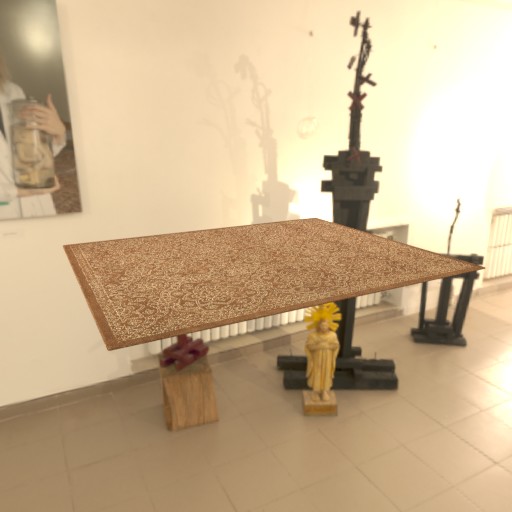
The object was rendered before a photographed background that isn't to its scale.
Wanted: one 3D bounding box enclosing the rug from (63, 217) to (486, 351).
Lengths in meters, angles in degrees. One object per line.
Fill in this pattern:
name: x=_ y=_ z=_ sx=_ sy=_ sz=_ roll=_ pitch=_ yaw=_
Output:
rug: x=0.000 y=0.000 z=4.044 sx=3.050 sy=0.015 sz=2.441 roll=-8 pitch=18 yaw=-27
